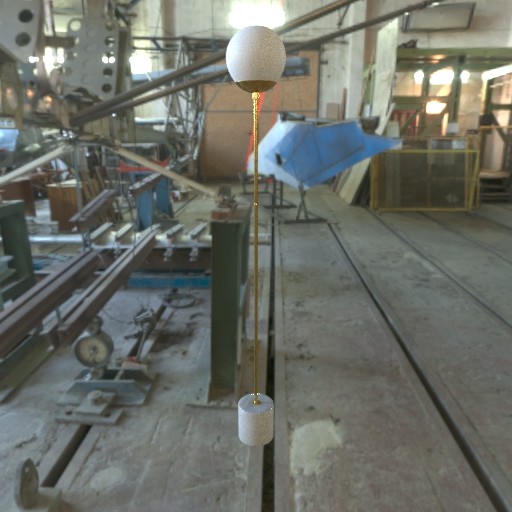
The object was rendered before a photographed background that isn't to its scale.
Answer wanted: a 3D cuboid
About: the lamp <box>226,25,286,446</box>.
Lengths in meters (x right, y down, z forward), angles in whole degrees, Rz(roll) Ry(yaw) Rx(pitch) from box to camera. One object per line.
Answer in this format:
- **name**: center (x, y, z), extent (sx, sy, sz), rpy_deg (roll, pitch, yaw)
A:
- **lamp**: center (0.000, 0.000, 1.857), extent (0.224, 1.753, 0.224), rpy_deg (-14, 21, -41)
